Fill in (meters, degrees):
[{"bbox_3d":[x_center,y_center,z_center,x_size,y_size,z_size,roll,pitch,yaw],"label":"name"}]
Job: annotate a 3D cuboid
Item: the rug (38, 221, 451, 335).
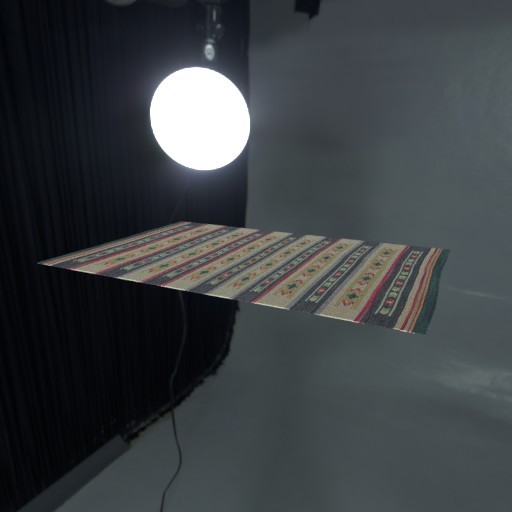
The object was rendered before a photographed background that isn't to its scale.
[{"bbox_3d":[0.000,0.000,2.940,2.311,0.010,1.522,8,17,26],"label":"rug"}]
